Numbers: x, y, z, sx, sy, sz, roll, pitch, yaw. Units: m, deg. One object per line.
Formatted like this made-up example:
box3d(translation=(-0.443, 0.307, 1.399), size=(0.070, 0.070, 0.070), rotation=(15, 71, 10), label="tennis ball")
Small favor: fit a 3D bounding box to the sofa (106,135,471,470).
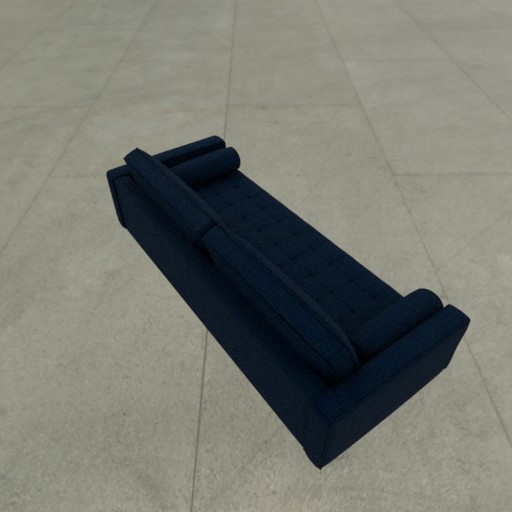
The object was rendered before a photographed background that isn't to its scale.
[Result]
box3d(translation=(0.000, 0.000, 2.631), size=(0.914, 0.762, 2.210), rotation=(-26, 49, -26), label="sofa")
